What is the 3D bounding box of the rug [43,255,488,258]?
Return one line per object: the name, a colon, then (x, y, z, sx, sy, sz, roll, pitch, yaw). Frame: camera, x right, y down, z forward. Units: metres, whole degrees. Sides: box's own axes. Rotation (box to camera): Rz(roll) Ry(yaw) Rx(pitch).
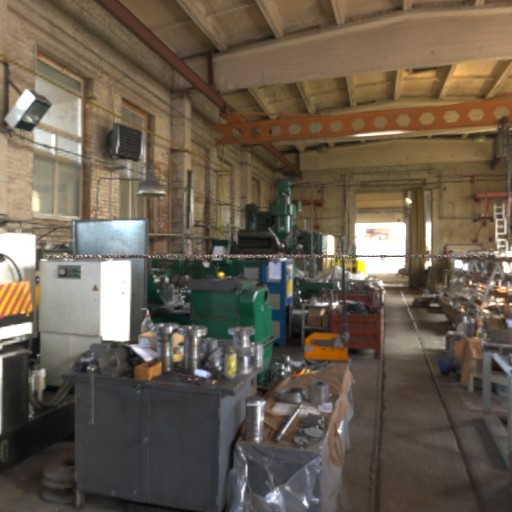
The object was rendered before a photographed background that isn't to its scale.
rug: (0.000, 0.000, 2.277, 1.814, 0.012, 1.186, 0, 0, -17)
